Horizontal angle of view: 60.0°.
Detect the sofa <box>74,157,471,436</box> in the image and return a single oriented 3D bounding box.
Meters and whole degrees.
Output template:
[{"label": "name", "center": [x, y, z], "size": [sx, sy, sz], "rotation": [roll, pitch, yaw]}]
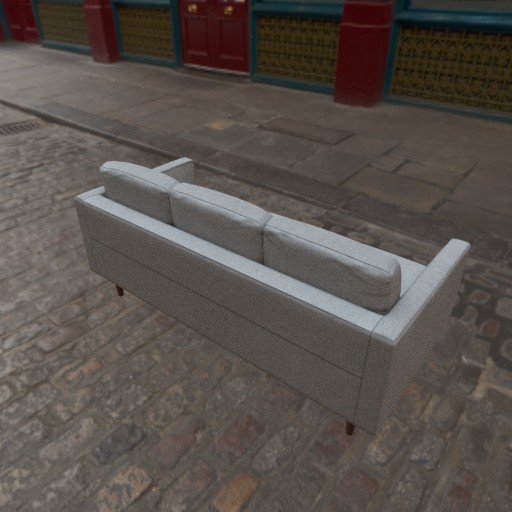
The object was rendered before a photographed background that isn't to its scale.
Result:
[{"label": "sofa", "center": [0.000, 0.000, 2.500], "size": [1.983, 0.918, 0.944], "rotation": [23, 38, 32]}]
